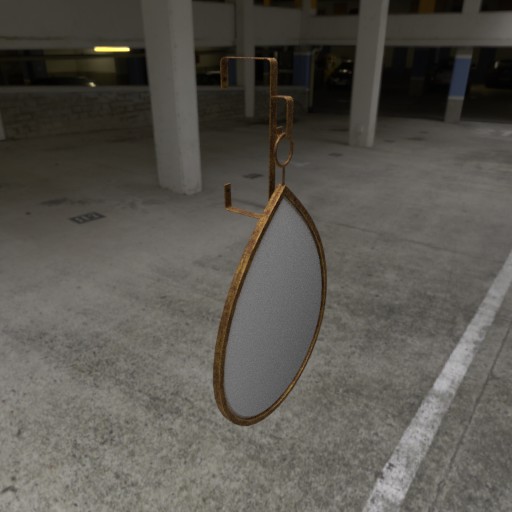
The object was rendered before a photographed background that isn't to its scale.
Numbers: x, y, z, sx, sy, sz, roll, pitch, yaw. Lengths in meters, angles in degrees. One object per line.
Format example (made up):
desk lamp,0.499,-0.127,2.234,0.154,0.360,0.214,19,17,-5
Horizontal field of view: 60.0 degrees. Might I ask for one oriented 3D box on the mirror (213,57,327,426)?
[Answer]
mirror,0.000,0.000,0.912,0.144,0.744,0.405,18,31,32
